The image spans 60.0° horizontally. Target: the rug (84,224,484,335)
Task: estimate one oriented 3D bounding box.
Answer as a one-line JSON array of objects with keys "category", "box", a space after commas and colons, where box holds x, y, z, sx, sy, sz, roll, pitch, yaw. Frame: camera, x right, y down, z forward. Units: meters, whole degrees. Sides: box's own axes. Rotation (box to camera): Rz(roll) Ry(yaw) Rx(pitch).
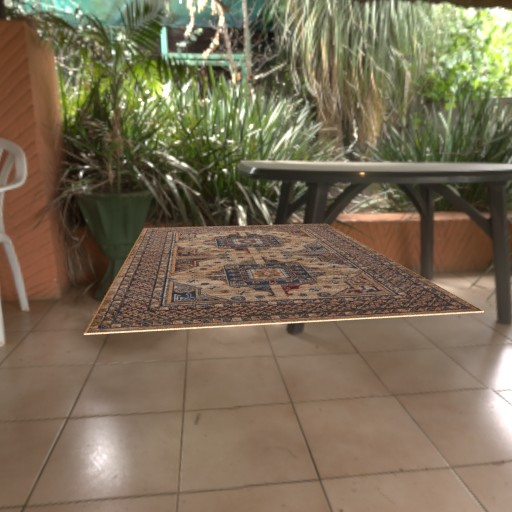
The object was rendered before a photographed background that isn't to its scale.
[{"category": "rug", "box": [0.000, 0.000, 2.816, 1.611, 0.008, 2.227, -2, 14, -8]}]
